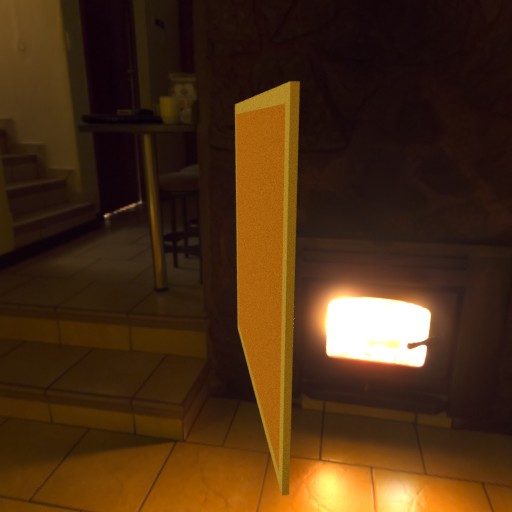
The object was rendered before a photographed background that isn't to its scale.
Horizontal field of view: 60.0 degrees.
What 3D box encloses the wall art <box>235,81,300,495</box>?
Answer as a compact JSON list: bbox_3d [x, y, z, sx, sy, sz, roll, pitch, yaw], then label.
[{"bbox_3d":[0.000,0.000,0.675,0.009,0.457,0.456,-2,17,-8],"label":"wall art"}]
